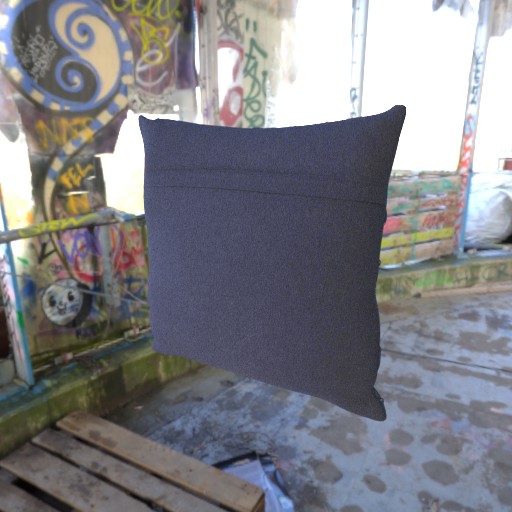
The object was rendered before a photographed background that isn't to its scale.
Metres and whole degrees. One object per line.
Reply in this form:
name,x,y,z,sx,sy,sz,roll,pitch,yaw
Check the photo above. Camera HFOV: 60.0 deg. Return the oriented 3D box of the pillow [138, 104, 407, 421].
pillow,0.000,0.000,0.693,0.439,0.440,0.183,8,18,27
